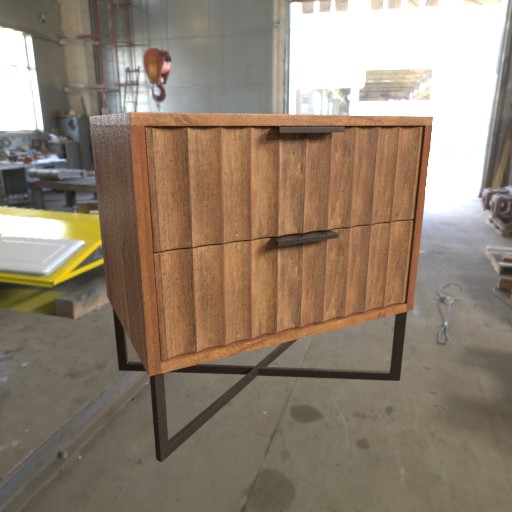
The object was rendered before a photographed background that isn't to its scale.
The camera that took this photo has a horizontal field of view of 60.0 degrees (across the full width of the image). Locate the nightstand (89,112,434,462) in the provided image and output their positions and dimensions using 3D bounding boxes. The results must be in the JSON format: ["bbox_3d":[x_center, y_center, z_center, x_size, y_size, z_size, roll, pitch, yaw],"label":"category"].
[{"bbox_3d":[0.000,0.000,1.023,0.613,0.615,0.427,-8,18,-26],"label":"nightstand"}]
